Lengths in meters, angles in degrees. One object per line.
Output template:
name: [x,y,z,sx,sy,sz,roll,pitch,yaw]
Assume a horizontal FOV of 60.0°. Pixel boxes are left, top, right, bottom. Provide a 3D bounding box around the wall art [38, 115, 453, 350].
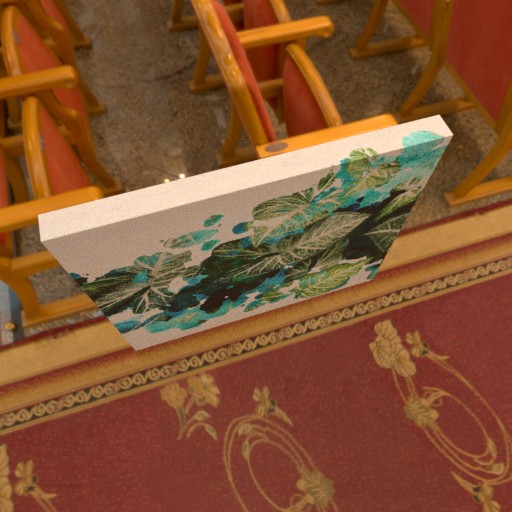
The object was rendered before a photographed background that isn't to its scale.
wall art: [0.000,0.000,0.721,0.507,0.435,0.041,-16,63,-8]
